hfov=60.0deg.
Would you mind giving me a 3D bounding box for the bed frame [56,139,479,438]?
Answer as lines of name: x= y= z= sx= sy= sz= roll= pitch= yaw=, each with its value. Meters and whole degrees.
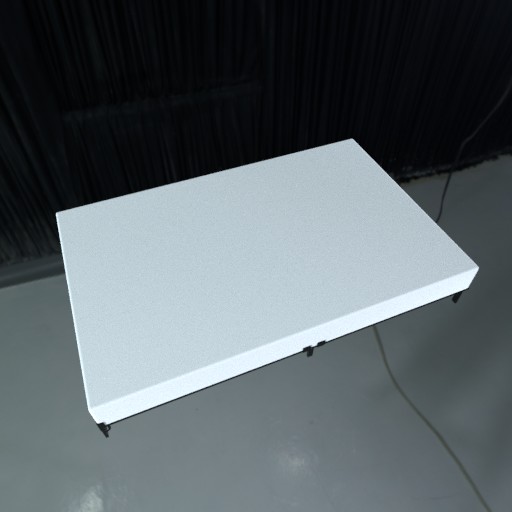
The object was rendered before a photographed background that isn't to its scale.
bed frame: x=0.000 y=0.000 z=3.802 sx=2.987 sy=0.440 sz=1.930 roll=-17 pitch=50 yaw=-15
